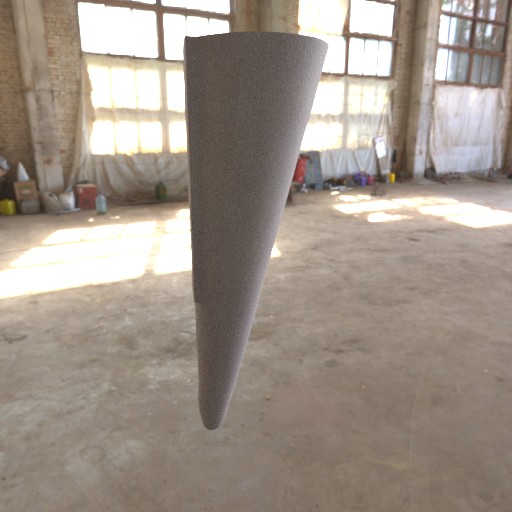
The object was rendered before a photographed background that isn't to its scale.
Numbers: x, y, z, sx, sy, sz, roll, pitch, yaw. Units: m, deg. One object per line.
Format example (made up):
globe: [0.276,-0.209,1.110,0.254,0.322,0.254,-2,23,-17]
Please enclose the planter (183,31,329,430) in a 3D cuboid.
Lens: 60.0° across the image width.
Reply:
planter: [0.000,0.000,0.297,0.087,0.259,0.078,-3,16,-10]
